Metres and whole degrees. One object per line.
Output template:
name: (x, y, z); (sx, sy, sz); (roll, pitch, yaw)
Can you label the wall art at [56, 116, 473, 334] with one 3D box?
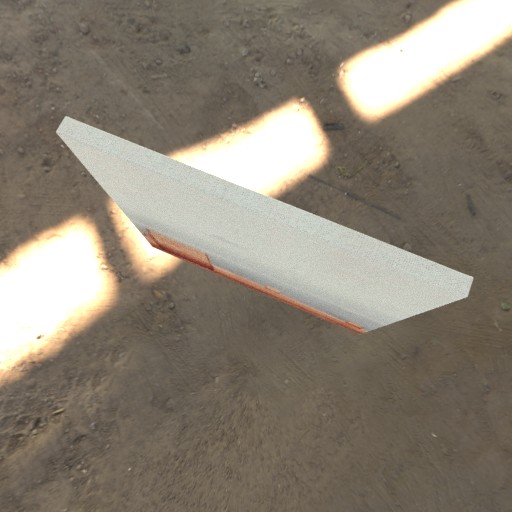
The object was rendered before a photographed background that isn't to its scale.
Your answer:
wall art: (0.000, 0.000, 0.600); (0.405, 0.405, 0.023); (22, 77, 6)
